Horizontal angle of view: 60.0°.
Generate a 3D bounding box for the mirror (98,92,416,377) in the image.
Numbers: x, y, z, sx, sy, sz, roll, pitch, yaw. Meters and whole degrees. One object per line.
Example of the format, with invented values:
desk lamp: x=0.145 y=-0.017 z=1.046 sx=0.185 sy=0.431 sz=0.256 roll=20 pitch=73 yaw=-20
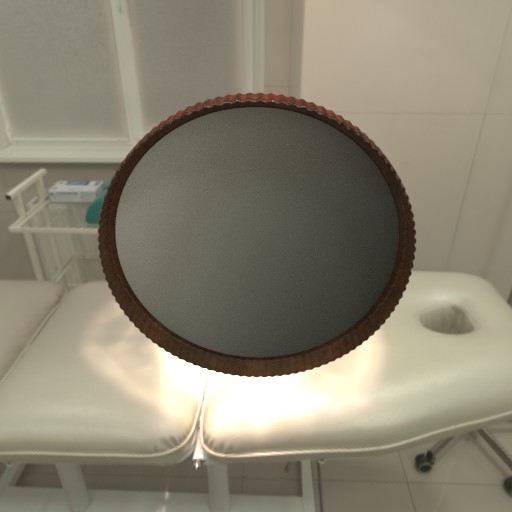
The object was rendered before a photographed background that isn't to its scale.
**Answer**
mirror: x=0.000 y=0.000 z=0.879 sx=0.609 sy=0.609 sz=0.056 roll=1 pitch=30 yaw=1
